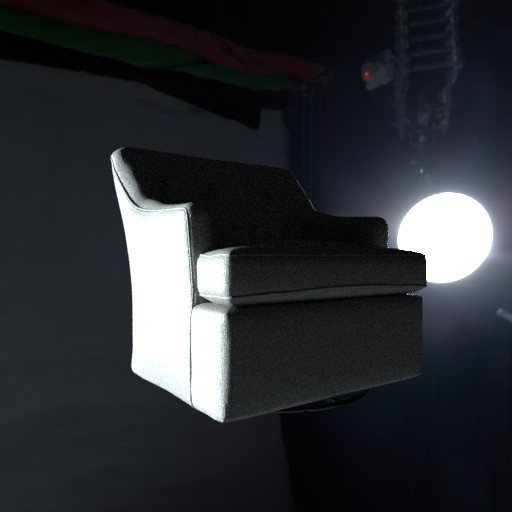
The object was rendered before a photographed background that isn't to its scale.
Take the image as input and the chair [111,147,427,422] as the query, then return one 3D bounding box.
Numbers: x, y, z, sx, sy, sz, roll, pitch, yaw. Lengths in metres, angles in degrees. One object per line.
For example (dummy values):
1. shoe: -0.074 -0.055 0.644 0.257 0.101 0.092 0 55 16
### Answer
1. chair: 0.000 0.000 1.605 0.864 0.856 0.923 0 0 -34
